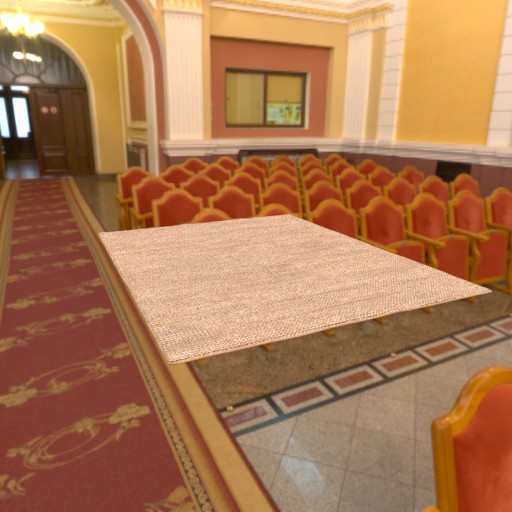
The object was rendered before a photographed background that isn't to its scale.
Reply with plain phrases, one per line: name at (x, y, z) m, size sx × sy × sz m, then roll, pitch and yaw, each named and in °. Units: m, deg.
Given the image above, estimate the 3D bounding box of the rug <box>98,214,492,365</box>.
rug at (0.000, 0.000, 4.090) m, size 2.429 × 0.030 × 3.052 m, roll -8°, pitch 19°, yaw -24°
